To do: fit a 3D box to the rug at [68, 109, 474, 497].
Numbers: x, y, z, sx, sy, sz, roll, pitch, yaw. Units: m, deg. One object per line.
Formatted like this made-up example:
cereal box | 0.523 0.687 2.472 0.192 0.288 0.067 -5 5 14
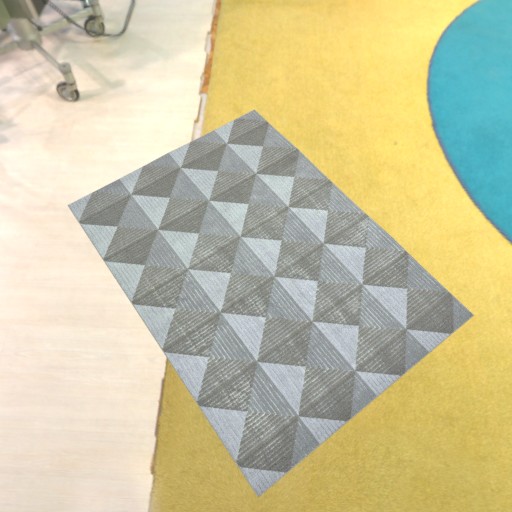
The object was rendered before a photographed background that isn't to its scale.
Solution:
rug | 0.000 0.000 4.304 2.428 0.027 3.333 -33 65 -18
